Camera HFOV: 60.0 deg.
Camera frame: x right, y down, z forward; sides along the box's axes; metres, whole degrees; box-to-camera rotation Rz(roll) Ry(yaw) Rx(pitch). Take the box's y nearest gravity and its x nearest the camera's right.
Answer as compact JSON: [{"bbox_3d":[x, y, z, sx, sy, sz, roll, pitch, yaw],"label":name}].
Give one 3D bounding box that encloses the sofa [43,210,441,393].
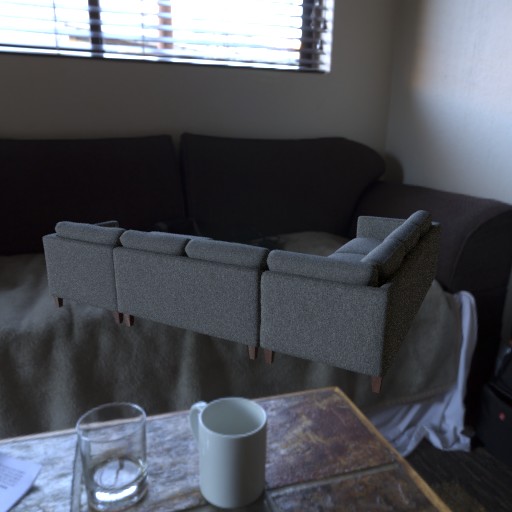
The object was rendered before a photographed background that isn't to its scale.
[{"bbox_3d":[0.000,0.000,4.533,3.238,0.853,2.551,8,18,27],"label":"sofa"}]
